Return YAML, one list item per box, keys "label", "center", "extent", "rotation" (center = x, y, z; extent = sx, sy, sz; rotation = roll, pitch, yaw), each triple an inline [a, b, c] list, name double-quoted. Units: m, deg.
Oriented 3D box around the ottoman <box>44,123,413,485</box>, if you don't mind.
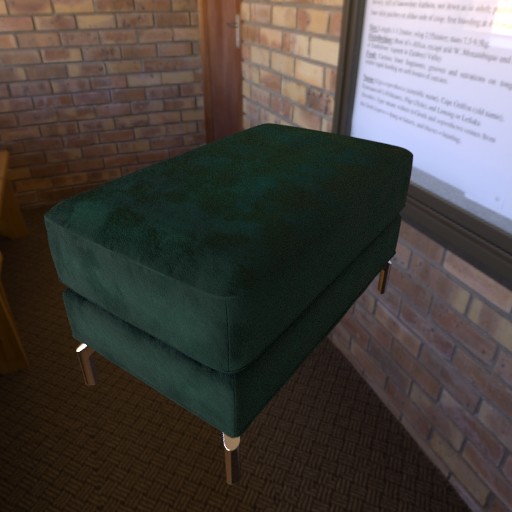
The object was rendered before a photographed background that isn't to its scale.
- label: "ottoman"
  center: [0.000, 0.000, 1.220]
  extent: [0.536, 0.533, 0.886]
  rotation: [20, 37, 30]
